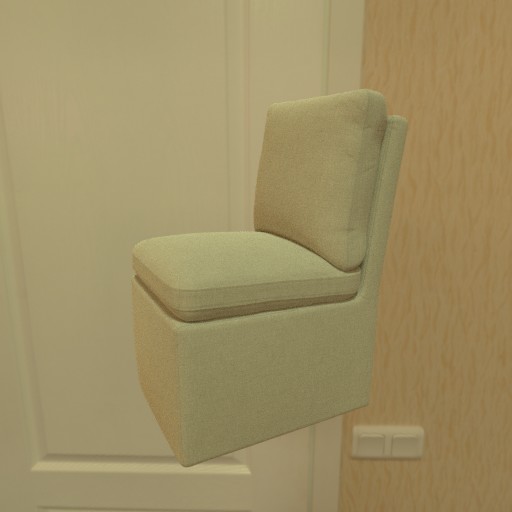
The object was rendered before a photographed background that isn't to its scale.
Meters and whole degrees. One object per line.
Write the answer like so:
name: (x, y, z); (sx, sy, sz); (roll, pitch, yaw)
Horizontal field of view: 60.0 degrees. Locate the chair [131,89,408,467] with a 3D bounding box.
chair: (0.000, 0.000, 1.338); (0.698, 0.927, 0.503); (-7, 16, -27)
